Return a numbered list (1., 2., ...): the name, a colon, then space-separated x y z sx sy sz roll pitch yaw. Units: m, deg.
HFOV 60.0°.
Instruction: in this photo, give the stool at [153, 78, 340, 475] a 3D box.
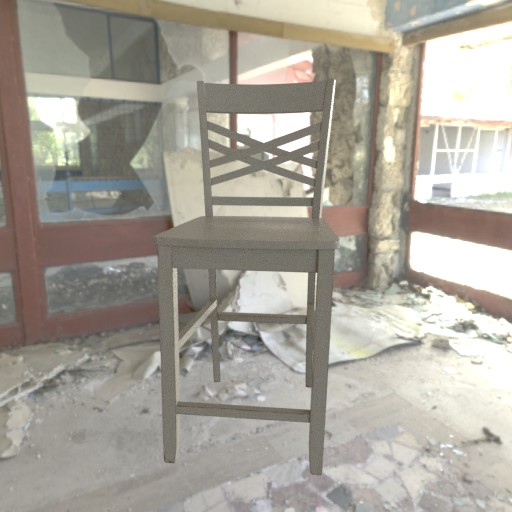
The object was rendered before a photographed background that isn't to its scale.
1. stool: 0.000 0.000 1.341 0.462 1.079 0.539 2 13 7
